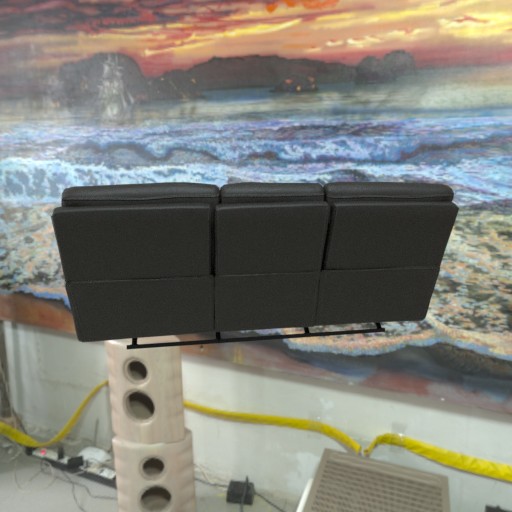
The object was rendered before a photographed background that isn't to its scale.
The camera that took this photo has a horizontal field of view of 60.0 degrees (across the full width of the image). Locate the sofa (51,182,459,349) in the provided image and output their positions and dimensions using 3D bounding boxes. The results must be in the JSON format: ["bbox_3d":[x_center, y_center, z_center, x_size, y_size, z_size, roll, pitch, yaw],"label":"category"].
[{"bbox_3d":[0.000,0.000,3.284,2.627,1.134,1.104,-2,13,-9],"label":"sofa"}]
